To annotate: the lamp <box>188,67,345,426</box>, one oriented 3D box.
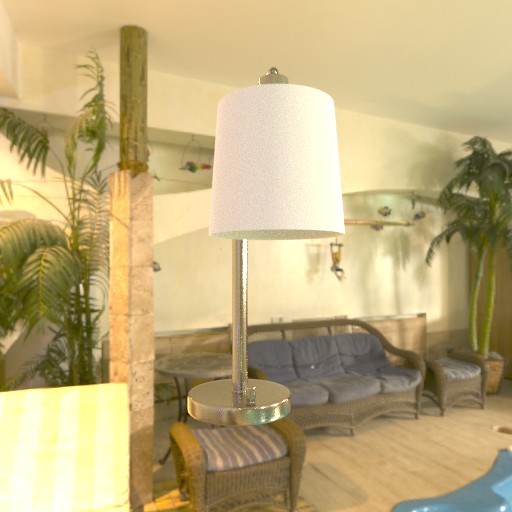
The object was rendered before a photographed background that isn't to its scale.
[{"bbox_3d":[0.000,0.000,0.640,0.171,0.489,0.333,0,-1,-19],"label":"lamp"}]
